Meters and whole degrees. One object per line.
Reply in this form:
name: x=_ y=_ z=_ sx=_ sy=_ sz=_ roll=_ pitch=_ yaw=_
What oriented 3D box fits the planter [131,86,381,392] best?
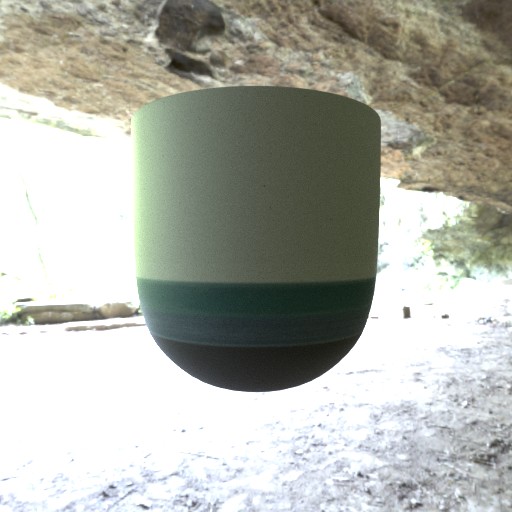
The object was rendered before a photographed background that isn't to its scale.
planter: x=0.000 y=0.000 z=0.376 sx=0.204 sy=0.214 sz=0.204 roll=0 pitch=1 yaw=0
